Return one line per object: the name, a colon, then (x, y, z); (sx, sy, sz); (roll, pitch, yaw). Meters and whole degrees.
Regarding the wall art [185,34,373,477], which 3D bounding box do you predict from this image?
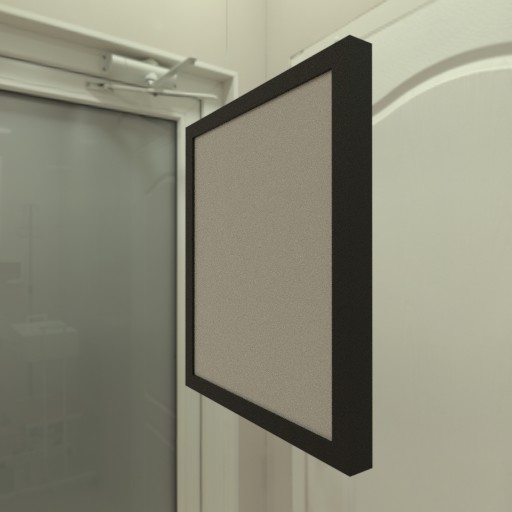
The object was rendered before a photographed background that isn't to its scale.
wall art: (0.000, 0.000, 0.526); (0.029, 0.381, 0.330); (0, 0, -34)
